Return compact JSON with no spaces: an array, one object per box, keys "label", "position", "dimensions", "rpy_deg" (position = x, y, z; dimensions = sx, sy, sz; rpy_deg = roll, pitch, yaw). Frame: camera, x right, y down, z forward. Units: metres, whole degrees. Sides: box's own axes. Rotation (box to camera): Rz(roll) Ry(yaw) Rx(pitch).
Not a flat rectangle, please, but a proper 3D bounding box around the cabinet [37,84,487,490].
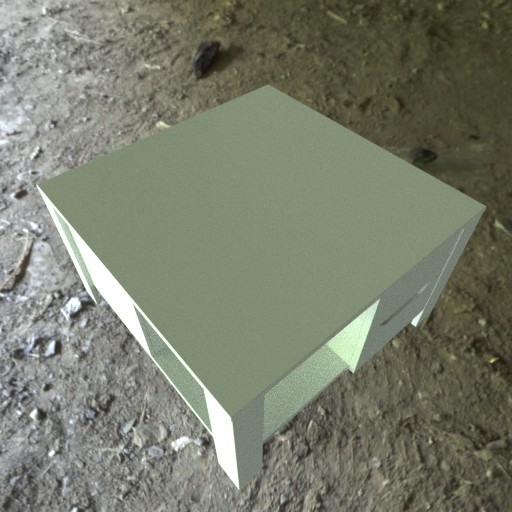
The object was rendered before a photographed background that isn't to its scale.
[{"label":"cabinet","position":[0.000,0.000,1.282],"dimensions":[0.800,0.460,0.800],"rpy_deg":[-33,56,-26]}]
